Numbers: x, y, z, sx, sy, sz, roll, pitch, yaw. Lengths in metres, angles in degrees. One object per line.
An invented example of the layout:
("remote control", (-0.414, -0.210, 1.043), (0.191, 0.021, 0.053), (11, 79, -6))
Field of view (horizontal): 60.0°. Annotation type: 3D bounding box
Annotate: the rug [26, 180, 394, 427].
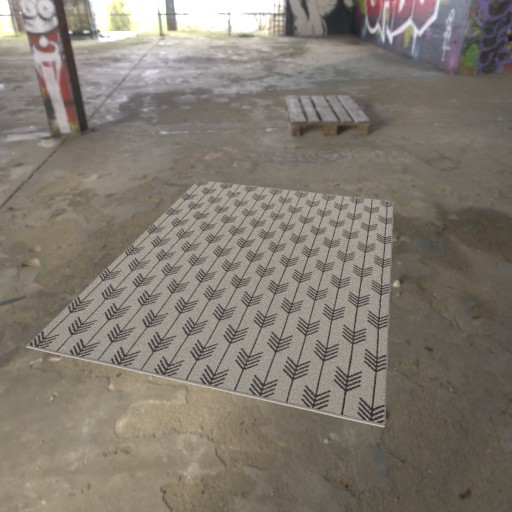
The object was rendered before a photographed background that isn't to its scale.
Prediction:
("rug", (0.000, 0.000, 3.940), (2.330, 0.010, 3.061), (8, 33, 13))
